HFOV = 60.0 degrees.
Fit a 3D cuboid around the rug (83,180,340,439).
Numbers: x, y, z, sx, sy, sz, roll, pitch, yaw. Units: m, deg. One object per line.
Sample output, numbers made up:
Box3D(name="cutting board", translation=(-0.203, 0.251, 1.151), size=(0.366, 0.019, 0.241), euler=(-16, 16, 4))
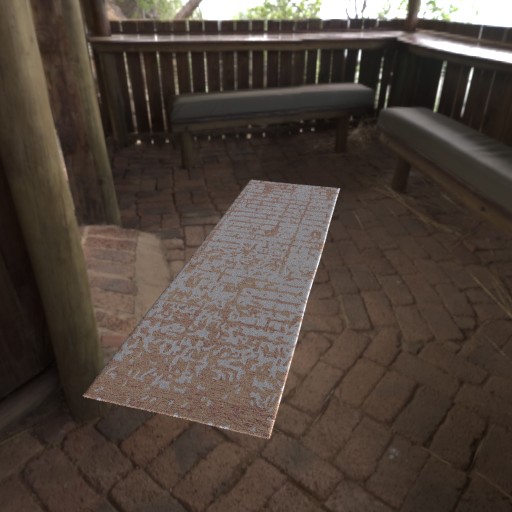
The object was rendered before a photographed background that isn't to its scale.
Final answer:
Box3D(name="rug", translation=(0.000, 0.000, 2.657), size=(0.750, 0.011, 2.435), euler=(8, 31, 13))
